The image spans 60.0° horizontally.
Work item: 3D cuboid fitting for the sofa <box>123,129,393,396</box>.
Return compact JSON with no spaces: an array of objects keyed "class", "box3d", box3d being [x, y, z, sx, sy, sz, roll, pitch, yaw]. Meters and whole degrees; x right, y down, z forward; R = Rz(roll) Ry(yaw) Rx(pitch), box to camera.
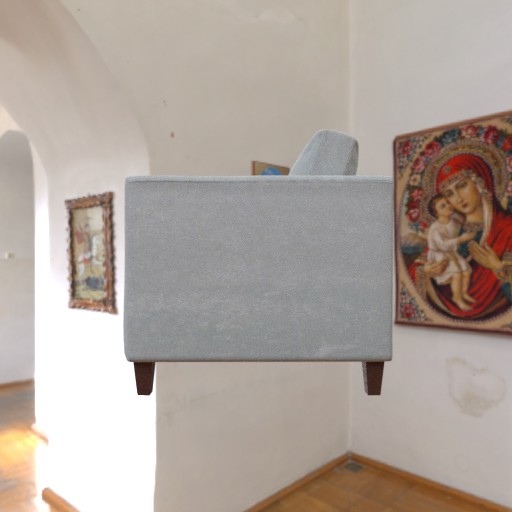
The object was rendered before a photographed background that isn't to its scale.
[{"class":"sofa","box3d":[0.000,0.000,2.422,0.950,0.963,1.884,0,1,0]}]
